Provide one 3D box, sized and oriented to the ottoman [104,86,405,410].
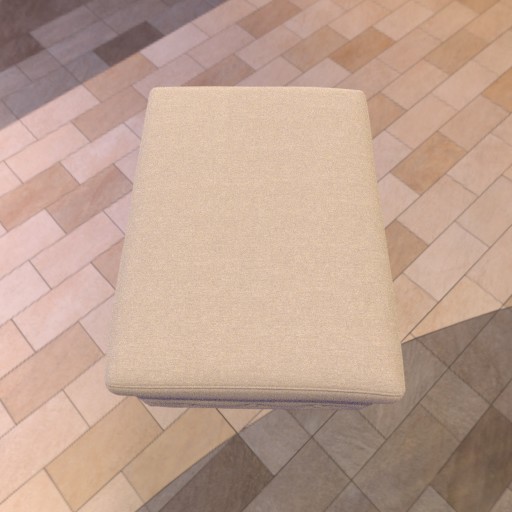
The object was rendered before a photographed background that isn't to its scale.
[{"bbox_3d":[0.000,0.000,1.149,0.569,0.500,0.771,1,63,0],"label":"ottoman"}]
